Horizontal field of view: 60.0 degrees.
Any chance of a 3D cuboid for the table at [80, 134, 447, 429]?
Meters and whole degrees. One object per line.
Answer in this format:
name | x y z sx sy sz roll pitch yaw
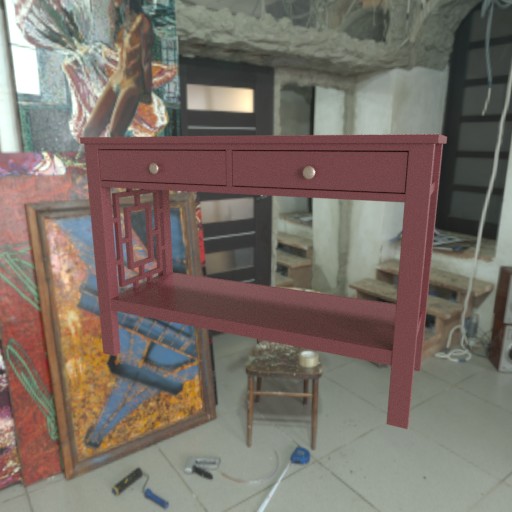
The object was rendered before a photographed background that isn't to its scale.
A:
table | 0.000 0.000 1.452 1.068 0.753 0.397 6 15 24
